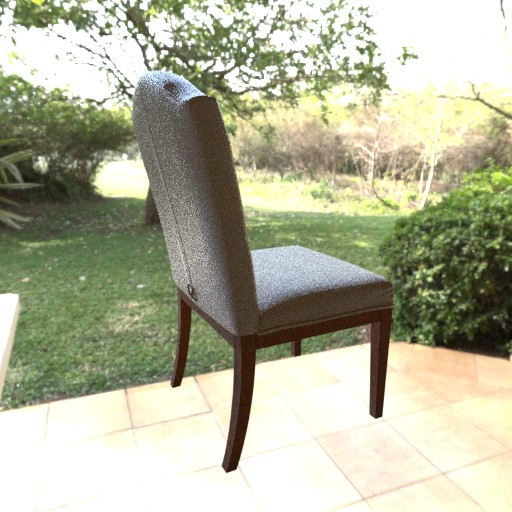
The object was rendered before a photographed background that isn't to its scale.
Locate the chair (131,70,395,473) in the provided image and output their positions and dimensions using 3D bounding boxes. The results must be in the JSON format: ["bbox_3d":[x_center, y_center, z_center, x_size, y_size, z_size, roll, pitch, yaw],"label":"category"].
[{"bbox_3d":[0.000,0.000,1.350,0.648,1.012,0.534,-7,16,-27],"label":"chair"}]
